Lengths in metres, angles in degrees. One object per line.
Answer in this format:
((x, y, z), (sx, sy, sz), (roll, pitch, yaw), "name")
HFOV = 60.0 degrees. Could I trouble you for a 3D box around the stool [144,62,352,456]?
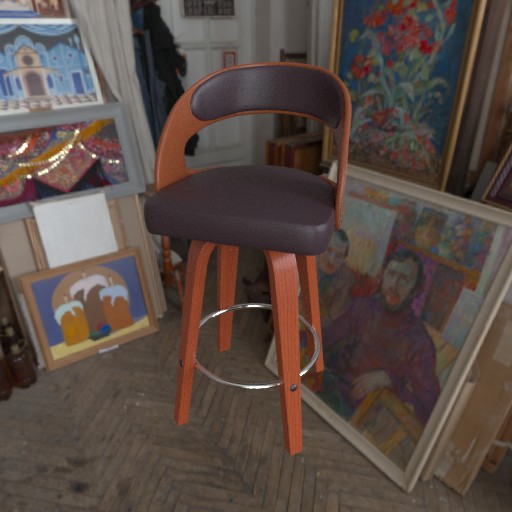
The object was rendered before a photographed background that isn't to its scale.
((0.000, 0.000, 1.201), (0.457, 0.940, 0.457), (8, 28, 16), "stool")
